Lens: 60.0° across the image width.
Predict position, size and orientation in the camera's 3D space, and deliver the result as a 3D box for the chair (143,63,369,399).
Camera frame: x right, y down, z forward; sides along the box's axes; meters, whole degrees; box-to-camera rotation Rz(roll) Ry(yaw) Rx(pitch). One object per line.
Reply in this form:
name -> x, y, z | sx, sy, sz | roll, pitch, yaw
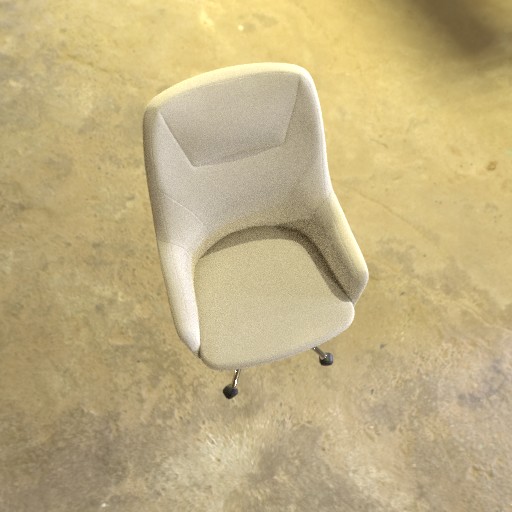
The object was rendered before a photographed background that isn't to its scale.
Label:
chair -> 0.000, 0.000, 1.446 | 0.620, 1.049, 0.640 | -16, 64, -8
